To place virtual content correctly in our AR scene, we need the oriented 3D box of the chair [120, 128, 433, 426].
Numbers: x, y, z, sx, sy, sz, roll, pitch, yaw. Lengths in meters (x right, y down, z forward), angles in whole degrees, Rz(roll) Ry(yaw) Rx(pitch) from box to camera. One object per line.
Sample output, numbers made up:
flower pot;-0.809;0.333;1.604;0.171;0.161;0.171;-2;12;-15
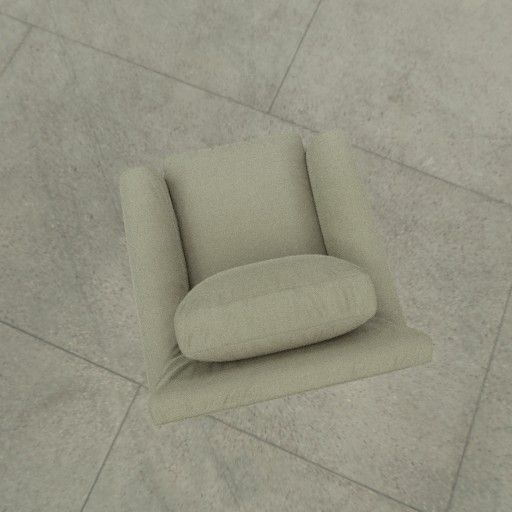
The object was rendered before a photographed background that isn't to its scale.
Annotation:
chair;0.000;0.000;1.732;0.940;0.866;1.066;-12;76;-3
